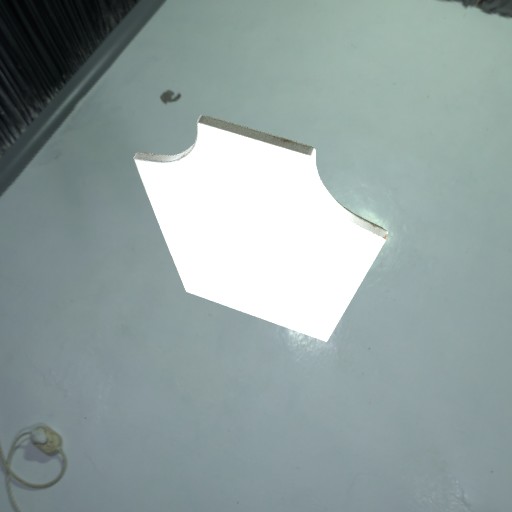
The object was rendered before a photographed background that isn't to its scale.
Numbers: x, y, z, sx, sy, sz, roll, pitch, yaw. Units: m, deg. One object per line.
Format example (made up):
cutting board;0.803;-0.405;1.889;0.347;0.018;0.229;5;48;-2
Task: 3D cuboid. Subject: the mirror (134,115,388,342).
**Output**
mirror;0.000;0.000;0.871;0.403;0.717;0.022;19;66;9
